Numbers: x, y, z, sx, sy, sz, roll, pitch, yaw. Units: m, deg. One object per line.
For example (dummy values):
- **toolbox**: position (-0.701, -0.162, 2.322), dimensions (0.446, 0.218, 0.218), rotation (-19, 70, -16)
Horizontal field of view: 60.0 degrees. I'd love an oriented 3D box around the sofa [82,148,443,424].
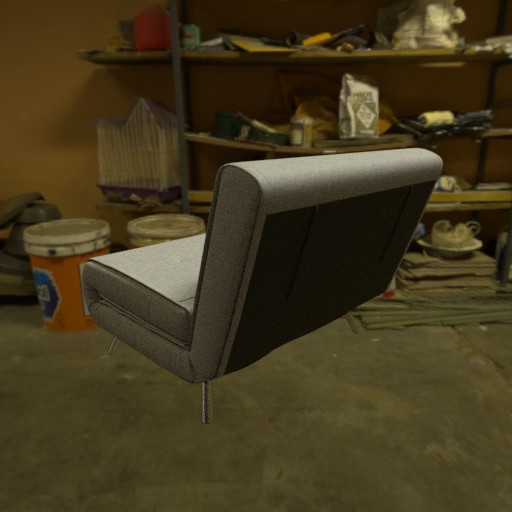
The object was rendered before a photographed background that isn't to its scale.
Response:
- **sofa**: position (0.000, 0.000, 1.753), dimensions (1.000, 0.825, 1.020), rotation (16, 23, 42)
